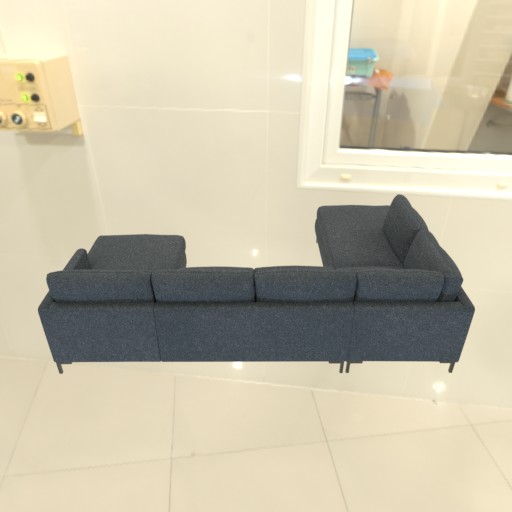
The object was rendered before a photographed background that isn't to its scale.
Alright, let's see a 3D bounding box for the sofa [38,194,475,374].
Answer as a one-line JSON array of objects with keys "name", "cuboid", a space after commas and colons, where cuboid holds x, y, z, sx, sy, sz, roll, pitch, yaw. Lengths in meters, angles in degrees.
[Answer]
[{"name": "sofa", "cuboid": [0.000, 0.000, 3.860, 2.956, 0.813, 2.007, 0, 31, 0]}]
